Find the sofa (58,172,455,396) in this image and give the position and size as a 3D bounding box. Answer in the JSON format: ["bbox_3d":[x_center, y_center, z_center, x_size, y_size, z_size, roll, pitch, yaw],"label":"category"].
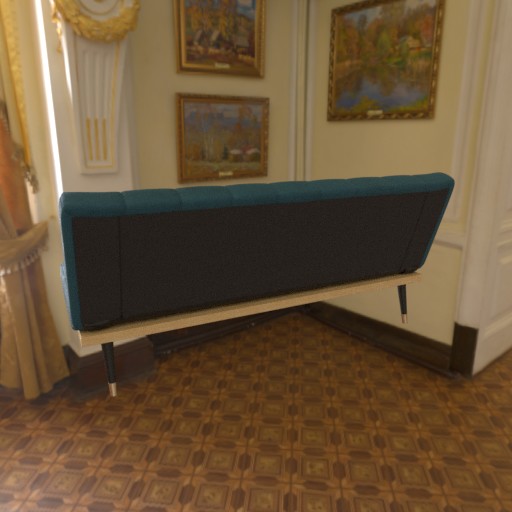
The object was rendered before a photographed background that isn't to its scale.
[{"bbox_3d":[0.000,0.000,2.258,1.810,0.825,0.830,-8,17,-25],"label":"sofa"}]
